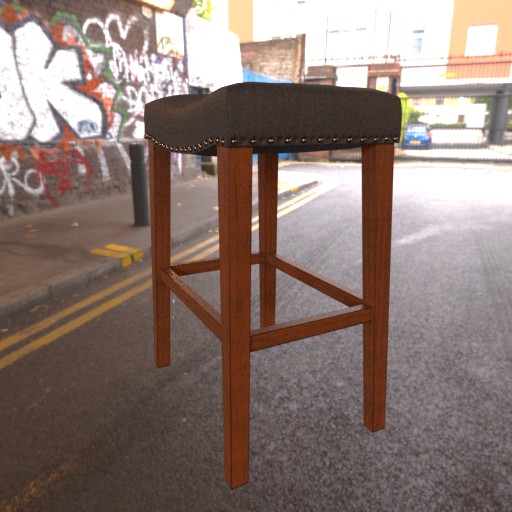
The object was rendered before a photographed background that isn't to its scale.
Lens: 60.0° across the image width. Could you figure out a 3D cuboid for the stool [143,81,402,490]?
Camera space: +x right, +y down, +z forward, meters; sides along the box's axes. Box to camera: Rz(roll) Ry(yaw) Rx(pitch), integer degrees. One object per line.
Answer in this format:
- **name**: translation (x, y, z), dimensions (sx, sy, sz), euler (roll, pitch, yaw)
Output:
- **stool**: translation (0.000, 0.000, 0.868), dimensions (0.320, 0.612, 0.439), euler (-8, 18, -27)
